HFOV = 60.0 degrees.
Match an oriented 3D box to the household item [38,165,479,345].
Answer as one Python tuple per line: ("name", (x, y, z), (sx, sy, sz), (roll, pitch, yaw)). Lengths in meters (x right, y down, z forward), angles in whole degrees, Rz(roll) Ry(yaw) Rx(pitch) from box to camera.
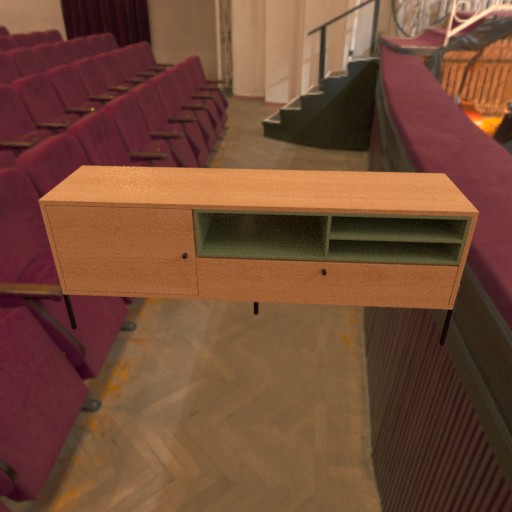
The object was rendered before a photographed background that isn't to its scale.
("household item", (0.000, 0.000, 1.816), (1.550, 0.600, 0.400), (2, 30, 3))
